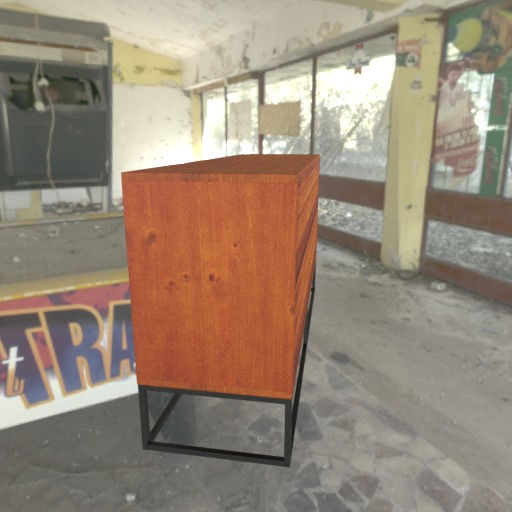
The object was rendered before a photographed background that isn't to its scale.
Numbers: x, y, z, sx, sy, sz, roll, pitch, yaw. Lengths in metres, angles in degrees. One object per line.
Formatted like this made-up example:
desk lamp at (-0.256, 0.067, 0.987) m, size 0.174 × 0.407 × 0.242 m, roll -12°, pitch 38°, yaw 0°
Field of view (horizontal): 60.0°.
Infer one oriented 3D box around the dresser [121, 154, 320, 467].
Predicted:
dresser at (0.000, 0.000, 1.908) m, size 0.464 × 0.810 × 1.536 m, roll 3°, pitch 15°, yaw 10°
